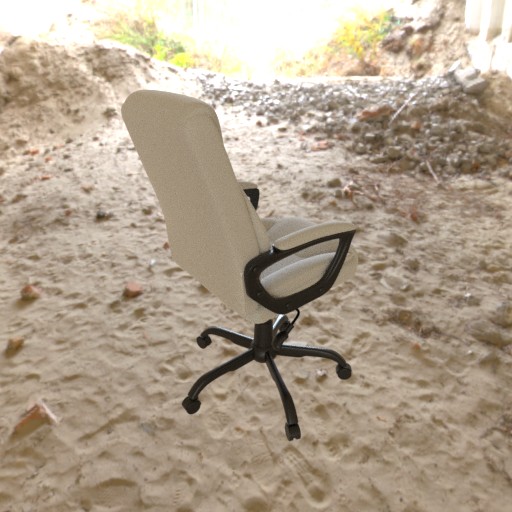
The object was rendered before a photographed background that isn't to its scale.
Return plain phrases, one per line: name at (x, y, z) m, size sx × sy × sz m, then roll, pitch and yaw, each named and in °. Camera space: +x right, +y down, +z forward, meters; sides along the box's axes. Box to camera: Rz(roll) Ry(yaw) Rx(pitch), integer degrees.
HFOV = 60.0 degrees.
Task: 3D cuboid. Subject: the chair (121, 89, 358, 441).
chair at (0.000, 0.000, 1.487) m, size 0.669 × 1.065 × 0.663 m, roll -17°, pitch 31°, yaw -31°
